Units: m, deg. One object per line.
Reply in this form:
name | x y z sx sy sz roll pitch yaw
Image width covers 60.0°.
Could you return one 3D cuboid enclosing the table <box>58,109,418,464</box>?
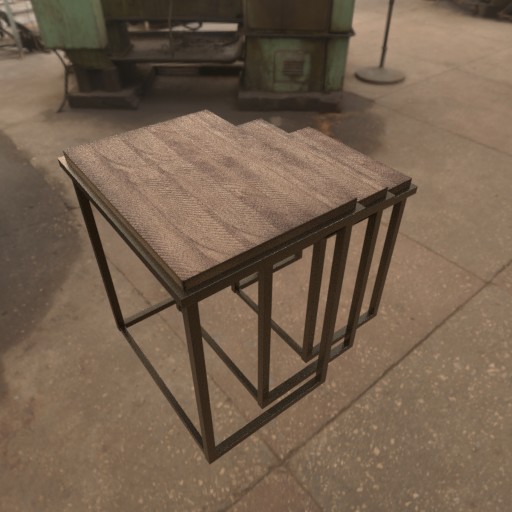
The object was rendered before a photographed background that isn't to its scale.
table | 0.000 0.000 1.181 0.706 0.610 0.559 -26 47 -27
